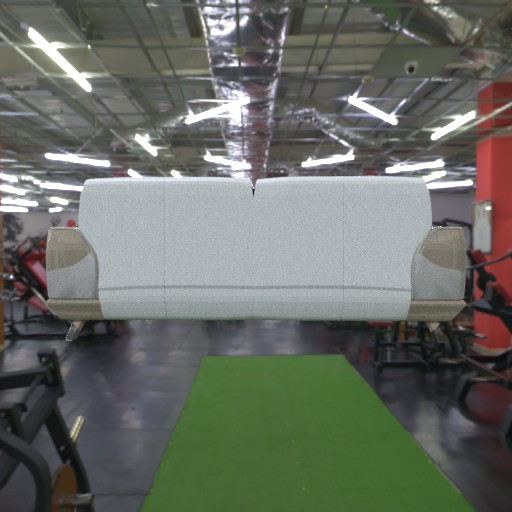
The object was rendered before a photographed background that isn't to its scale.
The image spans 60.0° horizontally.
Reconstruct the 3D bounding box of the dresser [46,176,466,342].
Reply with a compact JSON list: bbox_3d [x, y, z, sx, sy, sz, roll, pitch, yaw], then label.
[{"bbox_3d":[0.000,0.000,5.969,4.679,1.863,2.251,0,1,1],"label":"dresser"}]
